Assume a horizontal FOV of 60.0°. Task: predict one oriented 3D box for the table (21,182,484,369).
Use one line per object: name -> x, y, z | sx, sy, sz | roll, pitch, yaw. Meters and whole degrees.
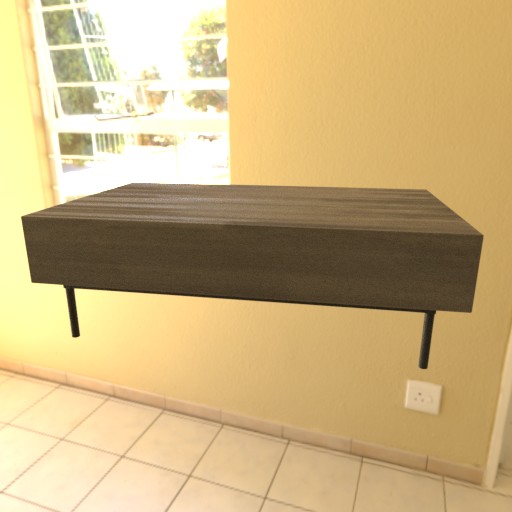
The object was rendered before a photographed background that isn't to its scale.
table -> 0.000, 0.000, 1.375 | 1.088, 0.347, 0.643 | 3, 17, 10
